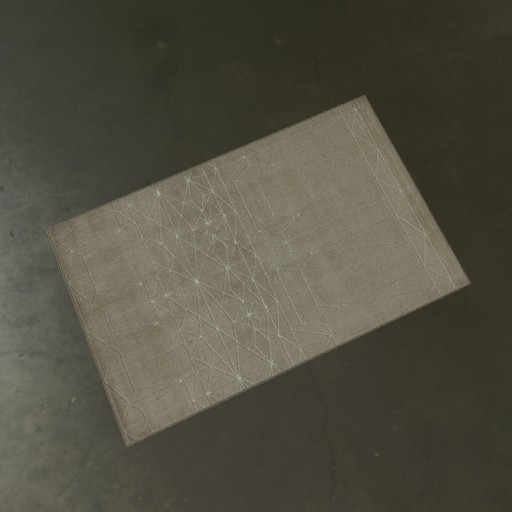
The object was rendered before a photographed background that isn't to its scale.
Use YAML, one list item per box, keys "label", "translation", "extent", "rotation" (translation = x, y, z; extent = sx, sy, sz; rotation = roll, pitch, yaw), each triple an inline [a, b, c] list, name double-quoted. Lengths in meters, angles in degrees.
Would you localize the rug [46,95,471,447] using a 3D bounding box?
- label: "rug"
  translation: [0.000, 0.000, 2.972]
  extent: [2.438, 0.012, 1.524]
  rotation: [-24, 79, -5]
